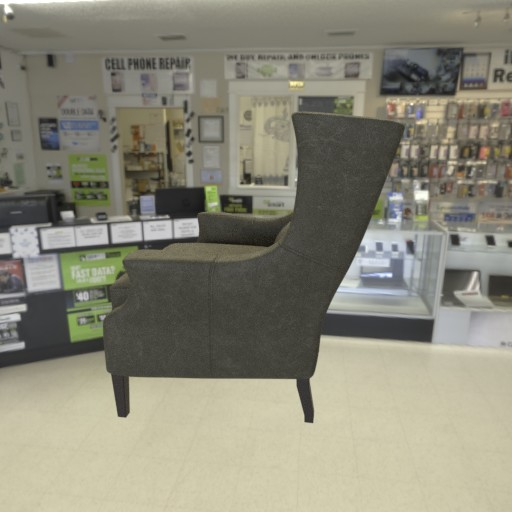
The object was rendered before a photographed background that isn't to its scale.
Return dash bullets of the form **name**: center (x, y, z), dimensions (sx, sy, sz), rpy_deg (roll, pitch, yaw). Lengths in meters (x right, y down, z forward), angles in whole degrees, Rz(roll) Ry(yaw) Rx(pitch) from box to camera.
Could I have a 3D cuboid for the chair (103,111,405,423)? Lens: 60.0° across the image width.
- **chair**: center (0.000, 0.000, 1.691), dimensions (0.926, 1.016, 0.853), rpy_deg (3, 16, 10)
